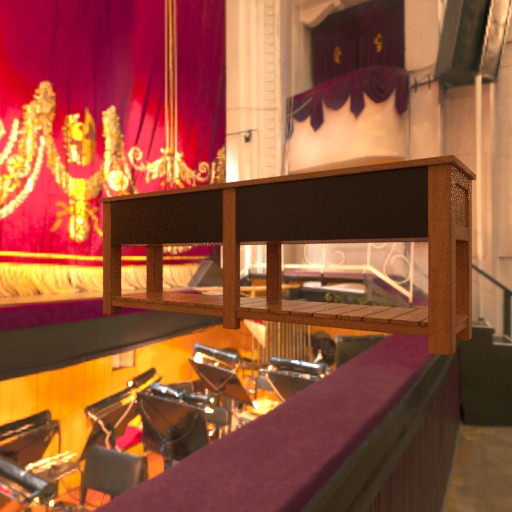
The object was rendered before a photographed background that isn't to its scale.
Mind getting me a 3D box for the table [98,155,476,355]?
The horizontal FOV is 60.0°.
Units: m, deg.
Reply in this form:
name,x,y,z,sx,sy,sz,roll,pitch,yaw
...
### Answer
name,x,y,z,sx,sy,sz,roll,pitch,yaw
table,0.000,0.000,2.081,1.815,0.635,0.425,0,0,35
